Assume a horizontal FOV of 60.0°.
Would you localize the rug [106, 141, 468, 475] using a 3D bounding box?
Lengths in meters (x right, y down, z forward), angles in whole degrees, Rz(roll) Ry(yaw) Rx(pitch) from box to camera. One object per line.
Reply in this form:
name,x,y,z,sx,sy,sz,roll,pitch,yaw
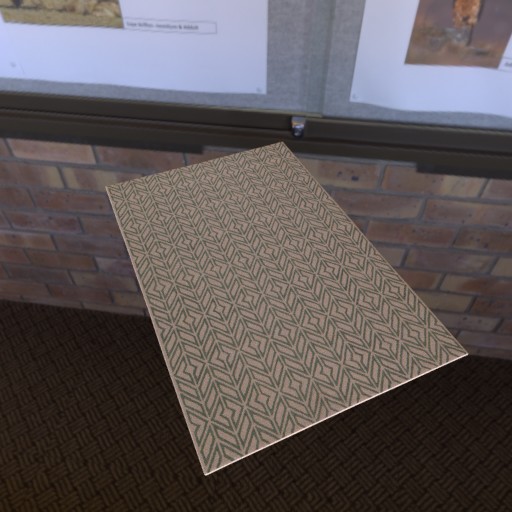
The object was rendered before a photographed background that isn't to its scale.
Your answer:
rug,0.000,0.000,2.339,1.220,0.007,1.828,-18,50,-16
